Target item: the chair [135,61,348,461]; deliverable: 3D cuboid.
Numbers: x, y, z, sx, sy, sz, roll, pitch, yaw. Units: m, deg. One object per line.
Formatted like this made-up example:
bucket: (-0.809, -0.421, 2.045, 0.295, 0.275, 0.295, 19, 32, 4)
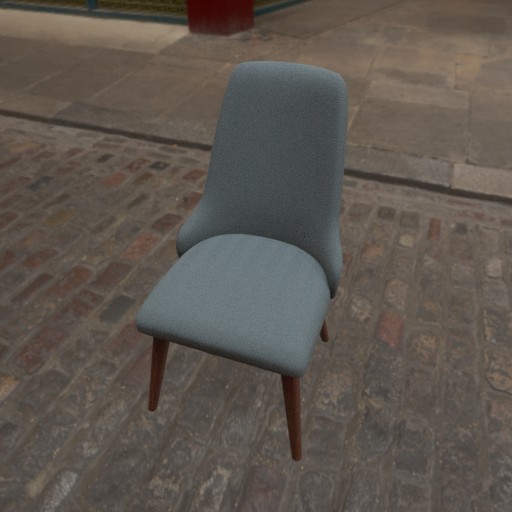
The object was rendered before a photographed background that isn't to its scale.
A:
chair: (0.000, 0.000, 1.342, 0.535, 0.918, 0.707, 14, 43, 15)
